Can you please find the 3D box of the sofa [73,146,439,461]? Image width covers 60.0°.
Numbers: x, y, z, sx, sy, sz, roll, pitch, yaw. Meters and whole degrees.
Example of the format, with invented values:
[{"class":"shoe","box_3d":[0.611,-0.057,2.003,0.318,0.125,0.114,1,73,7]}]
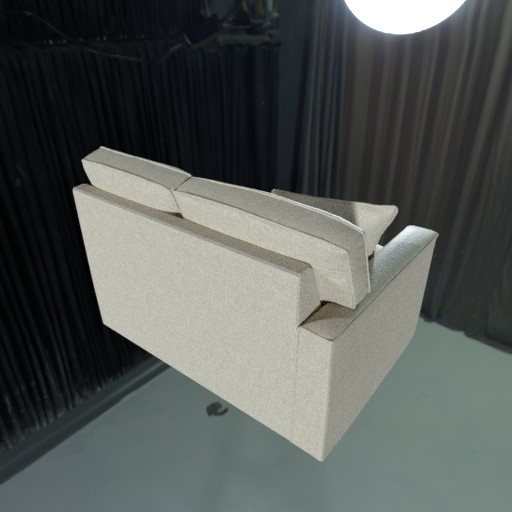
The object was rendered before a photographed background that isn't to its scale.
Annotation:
[{"class":"sofa","box_3d":[0.000,0.000,2.133,1.388,0.989,0.991,21,36,32]}]
